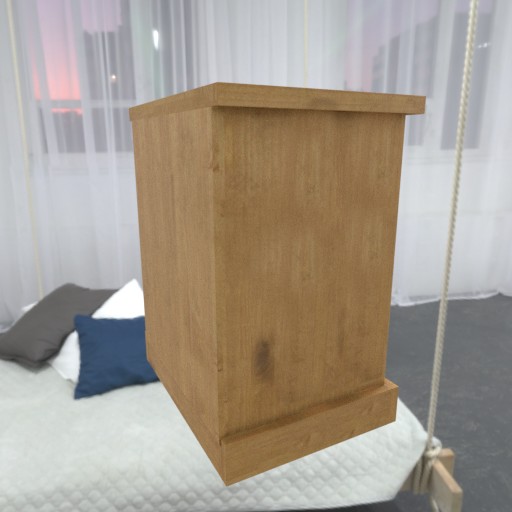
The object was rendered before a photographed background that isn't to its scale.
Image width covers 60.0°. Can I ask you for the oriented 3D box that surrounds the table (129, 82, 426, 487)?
[{"bbox_3d":[0.000,0.000,1.240,0.500,0.813,0.660,-8,16,-27],"label":"table"}]
